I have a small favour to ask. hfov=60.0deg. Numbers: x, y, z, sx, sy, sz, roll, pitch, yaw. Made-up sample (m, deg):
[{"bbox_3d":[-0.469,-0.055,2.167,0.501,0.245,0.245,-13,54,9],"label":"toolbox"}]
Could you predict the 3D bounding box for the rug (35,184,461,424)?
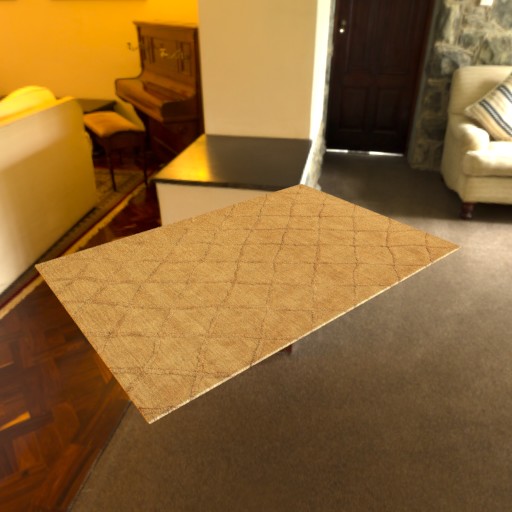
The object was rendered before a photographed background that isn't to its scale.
[{"bbox_3d":[0.000,0.000,2.855,2.292,0.014,1.528,-22,36,-33],"label":"rug"}]
